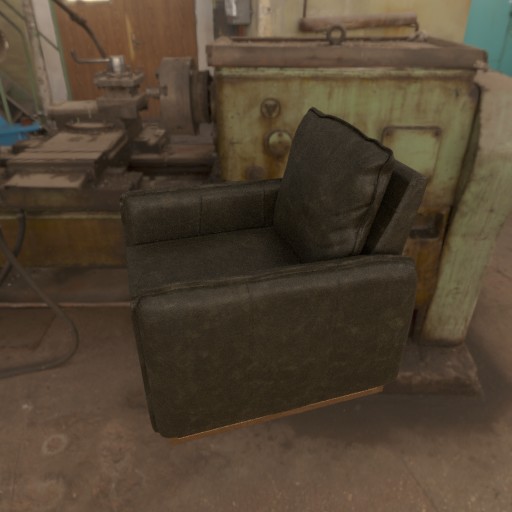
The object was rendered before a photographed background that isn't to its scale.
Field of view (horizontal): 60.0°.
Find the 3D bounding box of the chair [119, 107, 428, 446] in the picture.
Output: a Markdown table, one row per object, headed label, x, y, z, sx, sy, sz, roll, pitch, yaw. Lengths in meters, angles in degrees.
| label | x | y | z | sx | sy | sz | roll | pitch | yaw |
| --- | --- | --- | --- | --- | --- | --- | --- | --- | --- |
| chair | 0.000 | 0.000 | 1.626 | 0.921 | 0.921 | 0.830 | -9 | 32 | -15 |
